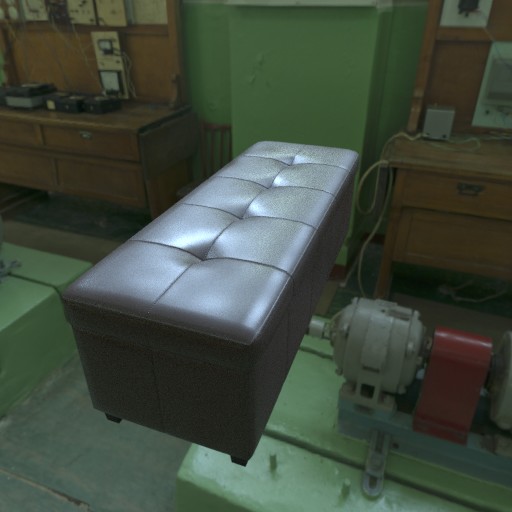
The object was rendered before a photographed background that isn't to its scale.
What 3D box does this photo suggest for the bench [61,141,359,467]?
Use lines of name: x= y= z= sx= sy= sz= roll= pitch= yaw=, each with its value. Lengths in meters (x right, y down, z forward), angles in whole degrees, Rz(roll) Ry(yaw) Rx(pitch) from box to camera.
bench: x=0.000 y=0.000 z=1.431 sx=0.450 sy=0.417 sz=1.219 roll=11 pitch=32 yaw=18
